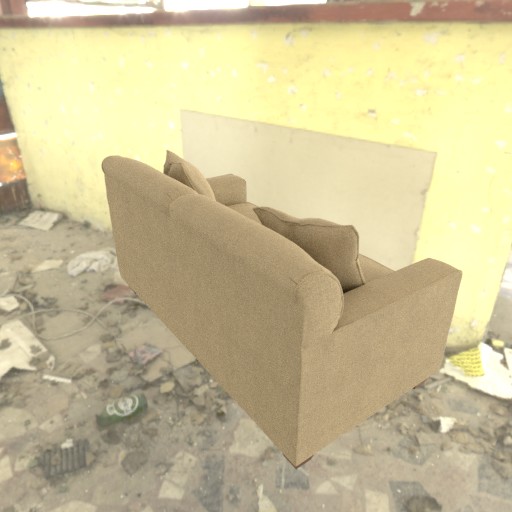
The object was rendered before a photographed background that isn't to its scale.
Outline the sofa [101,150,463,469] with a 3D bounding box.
[{"bbox_3d":[0.000,0.000,2.427,0.998,0.958,1.846,-18,32,-32],"label":"sofa"}]
